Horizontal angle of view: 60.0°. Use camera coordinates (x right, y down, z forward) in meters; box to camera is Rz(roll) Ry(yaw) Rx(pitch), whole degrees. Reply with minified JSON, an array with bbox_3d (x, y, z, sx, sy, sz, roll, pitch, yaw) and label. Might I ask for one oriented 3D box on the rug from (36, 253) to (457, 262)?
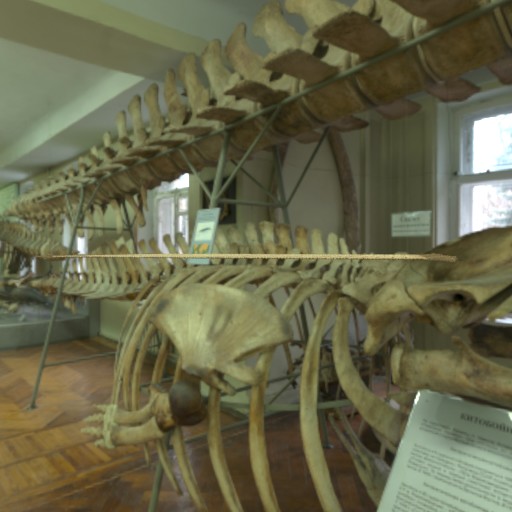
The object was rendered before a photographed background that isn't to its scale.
[{"bbox_3d":[0.000,0.000,2.606,2.085,0.027,1.224,0,1,18],"label":"rug"}]
